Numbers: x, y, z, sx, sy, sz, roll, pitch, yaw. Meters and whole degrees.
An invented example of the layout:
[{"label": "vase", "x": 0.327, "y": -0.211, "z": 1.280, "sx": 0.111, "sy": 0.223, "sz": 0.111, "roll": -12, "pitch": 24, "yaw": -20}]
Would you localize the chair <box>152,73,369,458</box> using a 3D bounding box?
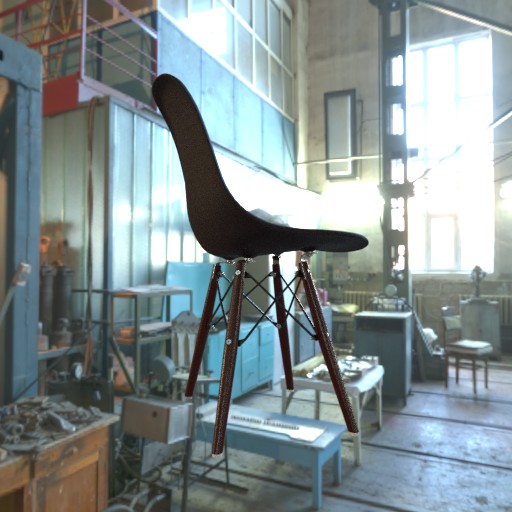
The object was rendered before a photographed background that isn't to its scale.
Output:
[{"label": "chair", "x": 0.000, "y": 0.000, "z": 1.151, "sx": 0.533, "sy": 0.826, "sz": 0.470, "roll": 1, "pitch": -2, "yaw": -18}]
